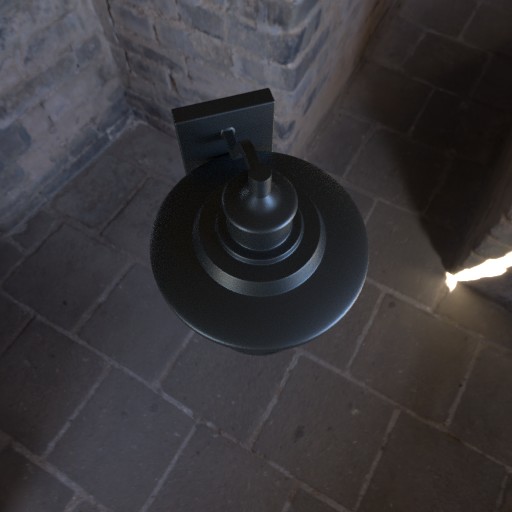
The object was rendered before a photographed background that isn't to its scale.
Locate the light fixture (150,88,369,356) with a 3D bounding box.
[{"bbox_3d":[0.000,0.000,0.511,0.222,0.345,0.252,-15,65,-7],"label":"light fixture"}]
